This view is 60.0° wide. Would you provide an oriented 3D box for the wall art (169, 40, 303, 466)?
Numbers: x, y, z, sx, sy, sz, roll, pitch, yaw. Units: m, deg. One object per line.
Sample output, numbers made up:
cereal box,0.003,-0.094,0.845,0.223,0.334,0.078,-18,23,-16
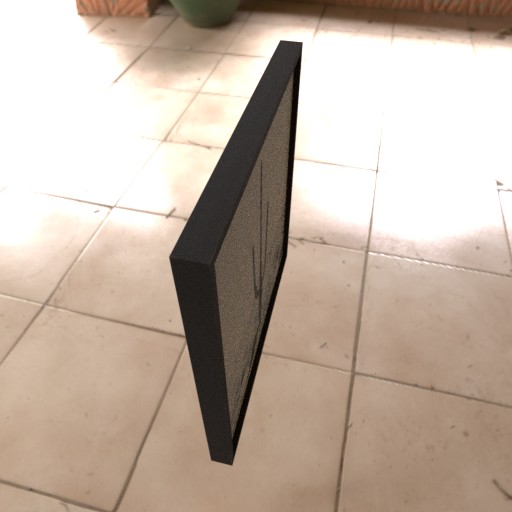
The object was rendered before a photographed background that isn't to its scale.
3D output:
wall art,0.000,0.000,0.744,0.038,0.508,0.508,10,47,9
